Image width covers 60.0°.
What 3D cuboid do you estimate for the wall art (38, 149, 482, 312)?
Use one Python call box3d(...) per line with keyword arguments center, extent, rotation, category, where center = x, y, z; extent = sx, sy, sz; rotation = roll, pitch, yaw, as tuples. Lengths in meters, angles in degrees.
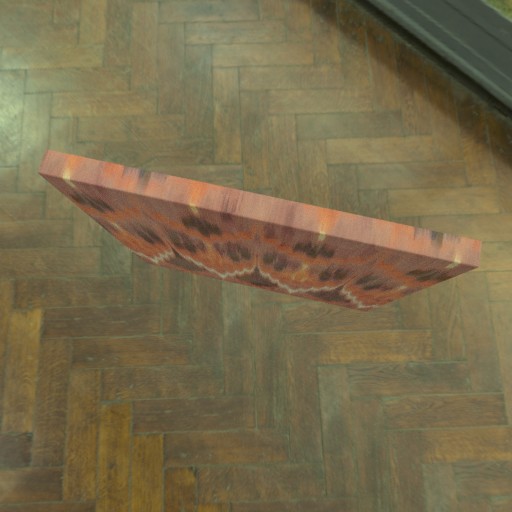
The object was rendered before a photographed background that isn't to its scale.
box3d(center=(0.000, 0.000, 0.891), extent=(0.603, 0.609, 0.037), rotation=(12, 78, 3), category="wall art")
